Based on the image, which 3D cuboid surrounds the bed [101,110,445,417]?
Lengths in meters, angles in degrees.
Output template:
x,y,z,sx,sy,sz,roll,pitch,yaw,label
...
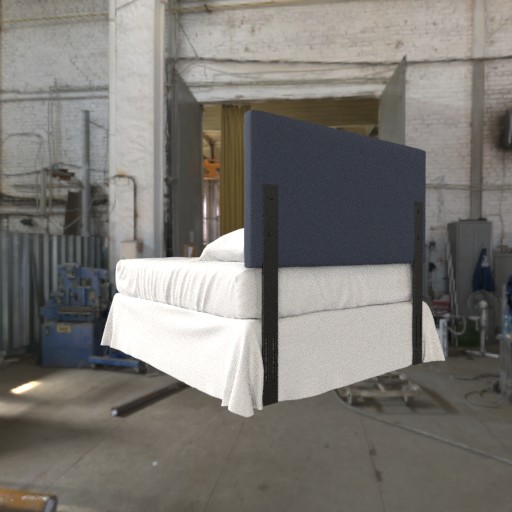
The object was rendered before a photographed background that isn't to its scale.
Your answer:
x,y,z,sx,sy,sz,roll,pitch,yaw,label
0.000,0.000,3.613,1.936,1.577,2.222,-1,1,-37,bed
